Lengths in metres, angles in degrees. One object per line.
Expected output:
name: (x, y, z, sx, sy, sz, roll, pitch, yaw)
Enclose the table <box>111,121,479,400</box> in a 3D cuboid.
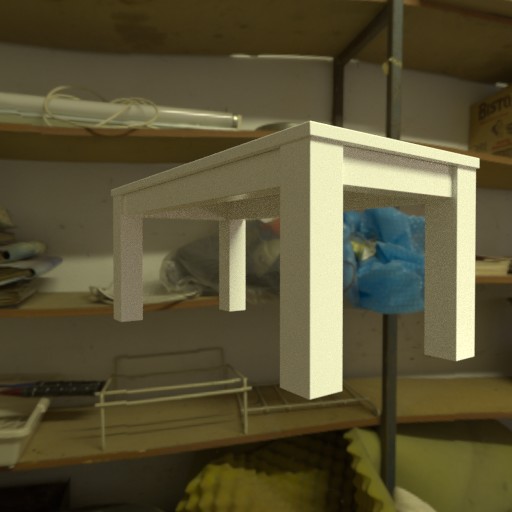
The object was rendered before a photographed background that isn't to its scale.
table: (0.000, 0.000, 2.239, 0.900, 0.790, 1.800, -1, 1, -35)
